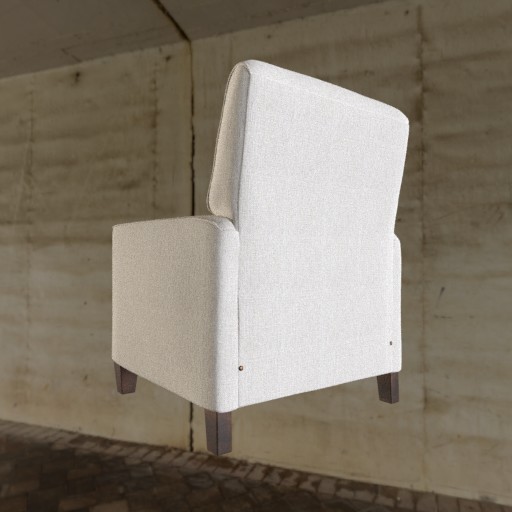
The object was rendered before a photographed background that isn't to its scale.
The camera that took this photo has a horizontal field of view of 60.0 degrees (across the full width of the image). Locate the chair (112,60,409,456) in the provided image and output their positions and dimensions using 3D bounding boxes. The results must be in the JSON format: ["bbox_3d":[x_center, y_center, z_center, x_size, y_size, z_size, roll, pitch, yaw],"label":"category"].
[{"bbox_3d":[0.000,0.000,1.617,0.841,1.028,0.858,1,-2,-37],"label":"chair"}]
